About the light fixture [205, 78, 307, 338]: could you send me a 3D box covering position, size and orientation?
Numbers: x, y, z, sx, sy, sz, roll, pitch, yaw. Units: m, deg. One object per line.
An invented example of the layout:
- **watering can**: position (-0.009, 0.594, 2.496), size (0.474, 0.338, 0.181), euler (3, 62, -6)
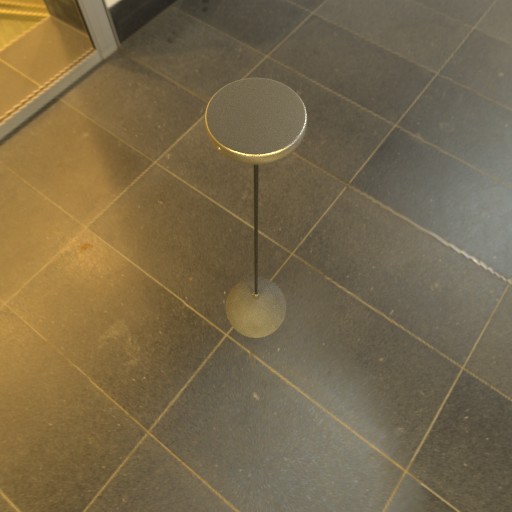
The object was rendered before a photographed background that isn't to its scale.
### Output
- **light fixture**: position (0.000, 0.000, 0.856), size (0.153, 0.760, 0.153), euler (16, 66, 8)
